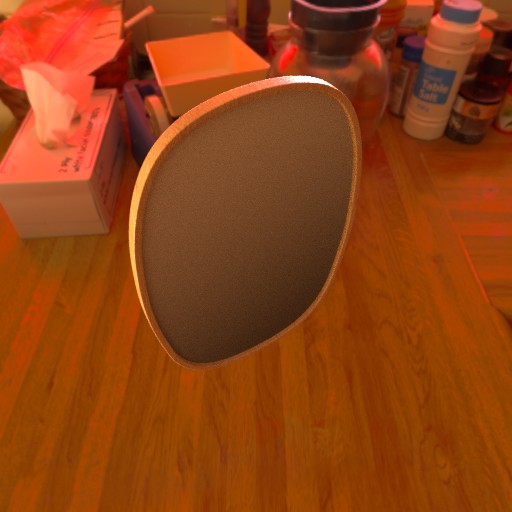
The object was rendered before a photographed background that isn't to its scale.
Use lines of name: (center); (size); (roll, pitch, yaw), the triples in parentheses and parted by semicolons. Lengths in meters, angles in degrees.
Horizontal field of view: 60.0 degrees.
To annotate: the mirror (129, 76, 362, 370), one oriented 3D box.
mirror: (0.000, 0.000, 1.340); (0.724, 1.075, 0.037); (-23, 52, -20)
